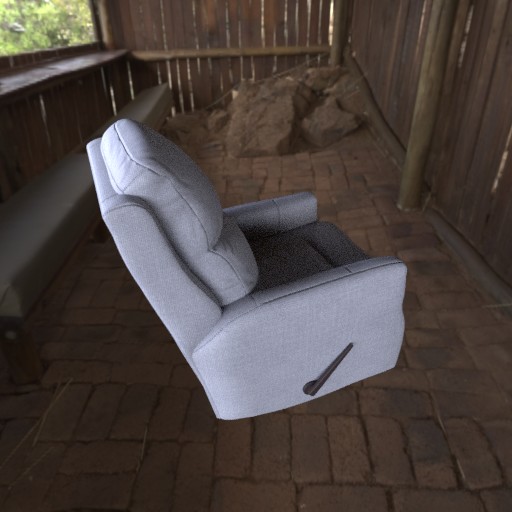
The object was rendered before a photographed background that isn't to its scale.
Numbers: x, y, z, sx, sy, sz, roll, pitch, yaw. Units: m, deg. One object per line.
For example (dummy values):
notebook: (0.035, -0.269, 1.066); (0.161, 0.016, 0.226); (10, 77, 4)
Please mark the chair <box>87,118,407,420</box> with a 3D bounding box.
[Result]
chair: (0.000, 0.000, 1.735); (1.080, 1.030, 0.829); (-11, 32, -18)
